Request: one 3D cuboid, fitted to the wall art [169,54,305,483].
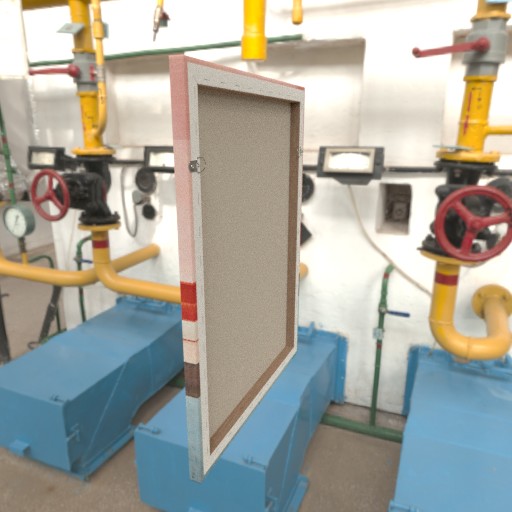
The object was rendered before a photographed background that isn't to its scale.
[{"bbox_3d":[0.000,0.000,1.340,0.039,1.016,0.761,7,17,23],"label":"wall art"}]
